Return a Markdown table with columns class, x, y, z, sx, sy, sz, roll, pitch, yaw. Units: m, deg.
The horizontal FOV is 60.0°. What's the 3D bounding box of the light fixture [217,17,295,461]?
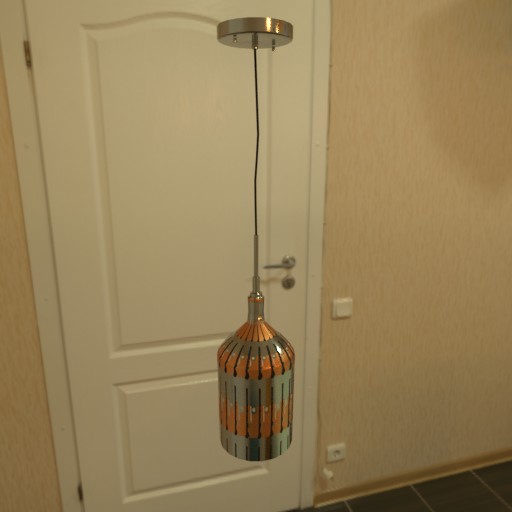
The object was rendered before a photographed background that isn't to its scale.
| class | x | y | z | sx | sy | sz | roll | pitch | yaw |
| --- | --- | --- | --- | --- | --- | --- | --- | --- | --- |
| light fixture | 0.000 | 0.000 | 1.634 | 0.303 | 1.535 | 0.303 | 0 | 14 | 0 |
